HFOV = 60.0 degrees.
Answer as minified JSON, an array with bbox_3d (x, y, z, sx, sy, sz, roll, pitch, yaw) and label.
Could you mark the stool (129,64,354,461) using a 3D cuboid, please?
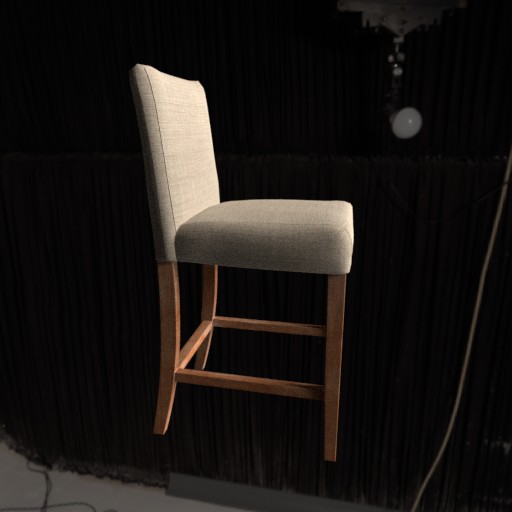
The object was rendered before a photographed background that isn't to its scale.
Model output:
[{"bbox_3d":[0.000,0.000,1.343,0.567,1.039,0.454,3,16,11],"label":"stool"}]
